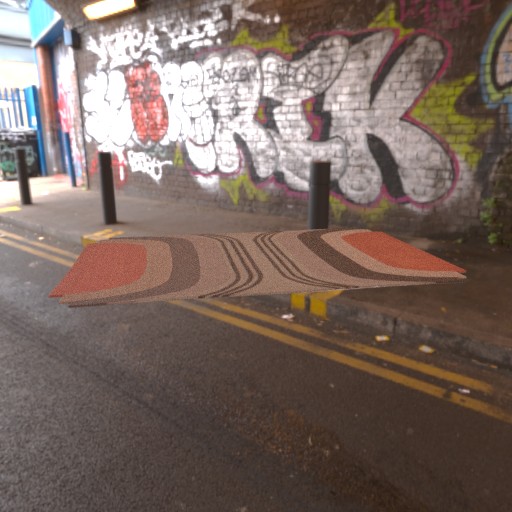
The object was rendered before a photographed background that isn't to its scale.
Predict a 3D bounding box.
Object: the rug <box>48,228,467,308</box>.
[{"bbox_3d":[0.000,0.000,3.100,2.446,0.017,1.530,-3,16,-10],"label":"rug"}]
